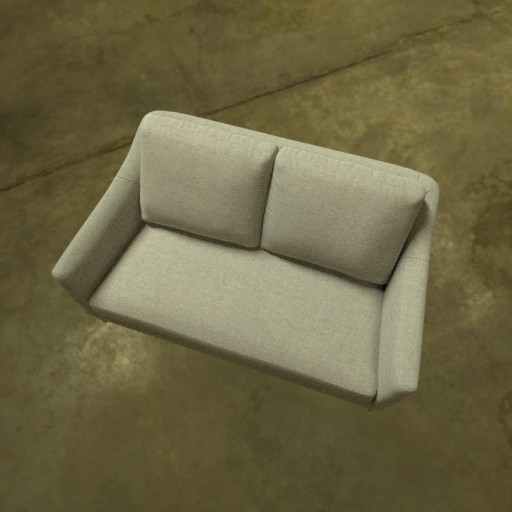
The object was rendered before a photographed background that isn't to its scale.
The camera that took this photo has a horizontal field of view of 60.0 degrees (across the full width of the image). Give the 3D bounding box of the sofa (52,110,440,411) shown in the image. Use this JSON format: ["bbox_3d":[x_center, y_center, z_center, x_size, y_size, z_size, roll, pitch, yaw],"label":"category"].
[{"bbox_3d":[0.000,0.000,2.178,1.619,0.904,0.960,16,61,9],"label":"sofa"}]
